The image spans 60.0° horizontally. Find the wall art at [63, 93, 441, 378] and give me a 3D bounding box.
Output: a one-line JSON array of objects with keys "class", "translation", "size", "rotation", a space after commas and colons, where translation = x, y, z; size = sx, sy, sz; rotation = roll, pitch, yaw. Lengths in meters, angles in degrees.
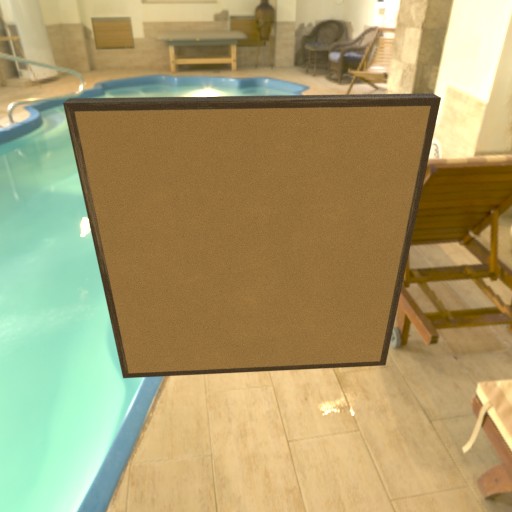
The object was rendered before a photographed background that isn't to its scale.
[{"class": "wall art", "translation": [0.000, 0.000, 1.107], "size": [0.762, 0.758, 0.043], "rotation": [-2, 31, -3]}]
